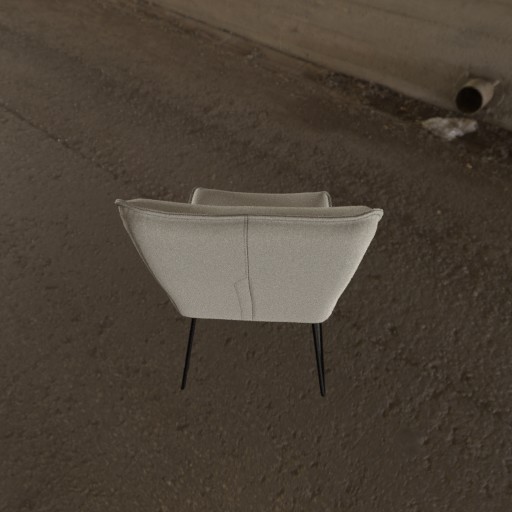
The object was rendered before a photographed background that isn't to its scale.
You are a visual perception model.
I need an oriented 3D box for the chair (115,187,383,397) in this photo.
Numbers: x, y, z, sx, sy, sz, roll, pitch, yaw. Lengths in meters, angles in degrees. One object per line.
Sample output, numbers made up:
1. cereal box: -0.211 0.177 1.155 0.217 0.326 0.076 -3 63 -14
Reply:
1. chair: 0.000 0.000 1.363 0.515 0.930 0.688 2 48 2
